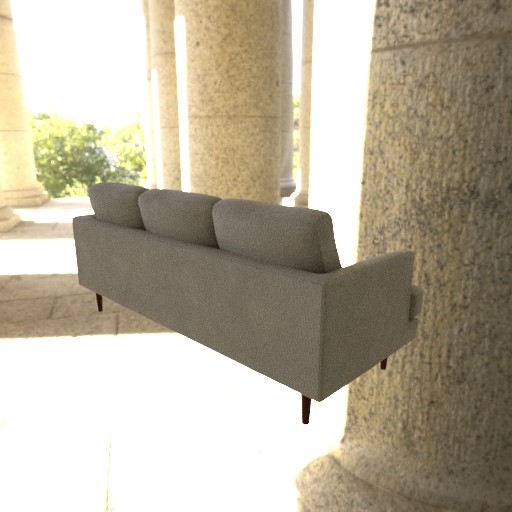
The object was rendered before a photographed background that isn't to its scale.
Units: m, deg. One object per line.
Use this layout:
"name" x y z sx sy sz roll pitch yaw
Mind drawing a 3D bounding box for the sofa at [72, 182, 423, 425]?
"sofa" 0.000 0.000 2.984 2.233 0.956 1.504 14 20 43
